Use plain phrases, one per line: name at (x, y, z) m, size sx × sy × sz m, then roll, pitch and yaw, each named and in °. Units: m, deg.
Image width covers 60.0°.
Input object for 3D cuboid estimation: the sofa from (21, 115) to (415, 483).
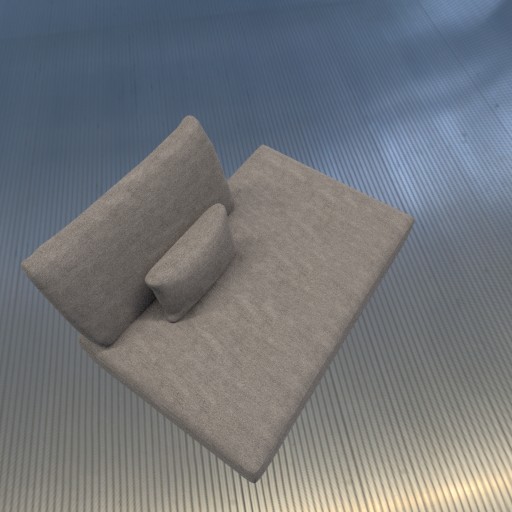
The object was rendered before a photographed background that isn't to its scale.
sofa at (0.000, 0.000, 1.954) m, size 1.002 × 0.820 × 1.450 m, roll 30°, pitch 62°, yaw 18°
